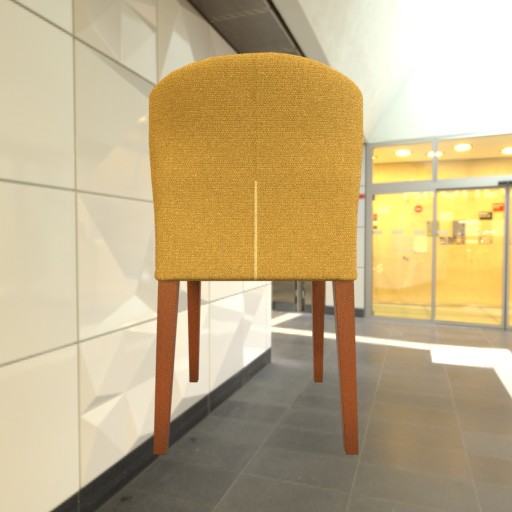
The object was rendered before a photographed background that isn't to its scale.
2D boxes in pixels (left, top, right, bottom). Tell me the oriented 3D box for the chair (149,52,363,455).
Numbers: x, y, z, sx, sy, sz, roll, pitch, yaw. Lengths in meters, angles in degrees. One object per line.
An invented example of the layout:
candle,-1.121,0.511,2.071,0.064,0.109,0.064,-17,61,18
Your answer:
chair,0.000,0.000,1.184,0.491,0.839,0.589,0,2,0
